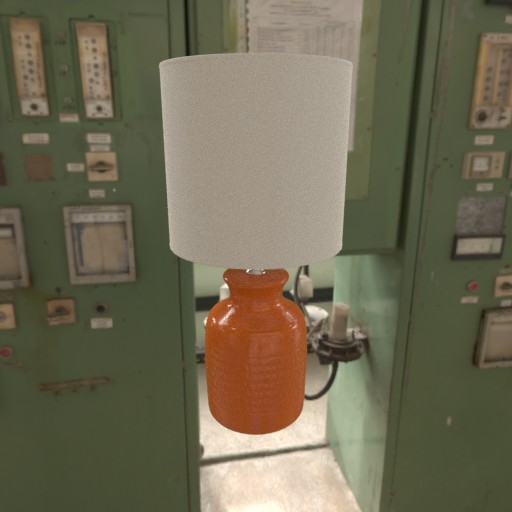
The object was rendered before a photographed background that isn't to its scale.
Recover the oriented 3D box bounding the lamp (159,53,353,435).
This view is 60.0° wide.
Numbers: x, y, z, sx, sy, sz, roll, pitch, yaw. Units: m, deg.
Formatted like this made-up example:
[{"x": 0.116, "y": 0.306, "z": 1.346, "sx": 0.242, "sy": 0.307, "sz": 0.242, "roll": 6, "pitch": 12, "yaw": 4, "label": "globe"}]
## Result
[{"x": 0.000, "y": 0.000, "z": 1.103, "sx": 0.418, "sy": 0.871, "sz": 0.418, "roll": -3, "pitch": 17, "yaw": -9, "label": "lamp"}]
